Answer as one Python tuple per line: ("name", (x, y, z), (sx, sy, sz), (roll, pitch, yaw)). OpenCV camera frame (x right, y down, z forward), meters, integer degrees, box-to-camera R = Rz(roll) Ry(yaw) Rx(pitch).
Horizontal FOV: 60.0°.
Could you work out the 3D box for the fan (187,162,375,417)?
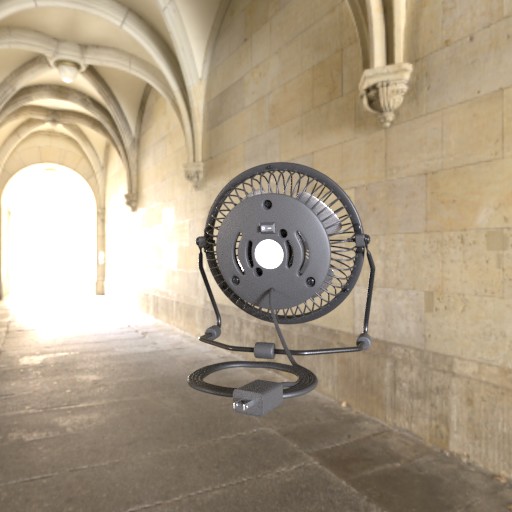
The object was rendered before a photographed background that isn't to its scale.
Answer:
("fan", (0.000, 0.000, 0.307), (0.153, 0.152, 0.202), (0, 0, 18))
